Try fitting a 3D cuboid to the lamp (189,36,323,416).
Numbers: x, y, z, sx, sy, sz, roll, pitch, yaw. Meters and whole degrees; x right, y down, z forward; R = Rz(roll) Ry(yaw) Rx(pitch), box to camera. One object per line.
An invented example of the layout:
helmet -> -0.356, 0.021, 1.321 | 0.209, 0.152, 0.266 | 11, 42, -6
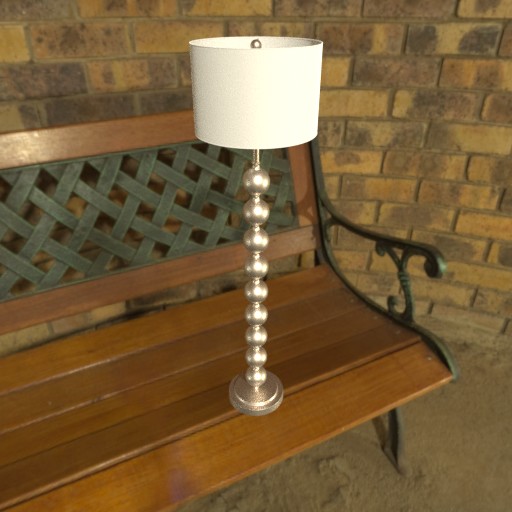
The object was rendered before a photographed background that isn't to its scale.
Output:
lamp -> 0.000, 0.000, 1.674 | 0.394, 1.474, 0.394 | 18, 35, 28
